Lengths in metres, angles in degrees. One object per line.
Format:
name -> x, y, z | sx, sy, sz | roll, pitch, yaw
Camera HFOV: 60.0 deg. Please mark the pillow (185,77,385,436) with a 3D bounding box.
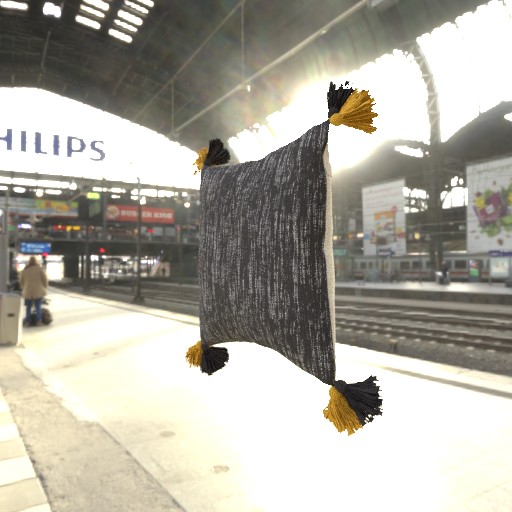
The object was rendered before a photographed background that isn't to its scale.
pillow -> 0.000, 0.000, 0.988 | 0.139, 0.659, 0.654 | 1, -2, -36
